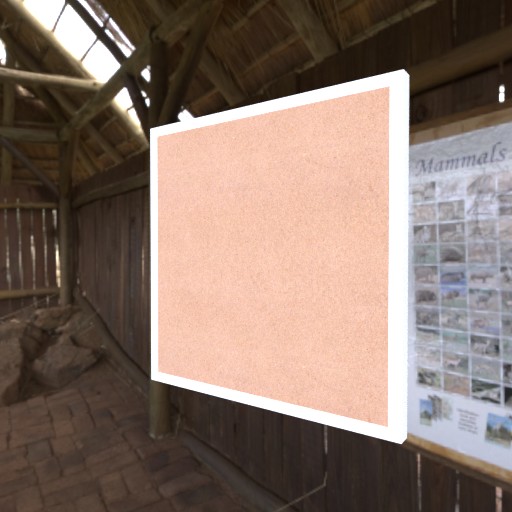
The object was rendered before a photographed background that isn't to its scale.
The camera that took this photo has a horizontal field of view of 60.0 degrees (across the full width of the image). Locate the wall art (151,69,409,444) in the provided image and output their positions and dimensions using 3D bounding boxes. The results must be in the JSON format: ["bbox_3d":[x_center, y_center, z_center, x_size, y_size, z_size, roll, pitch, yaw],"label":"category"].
[{"bbox_3d":[0.000,0.000,1.136,0.760,0.760,0.036,1,1,36],"label":"wall art"}]
